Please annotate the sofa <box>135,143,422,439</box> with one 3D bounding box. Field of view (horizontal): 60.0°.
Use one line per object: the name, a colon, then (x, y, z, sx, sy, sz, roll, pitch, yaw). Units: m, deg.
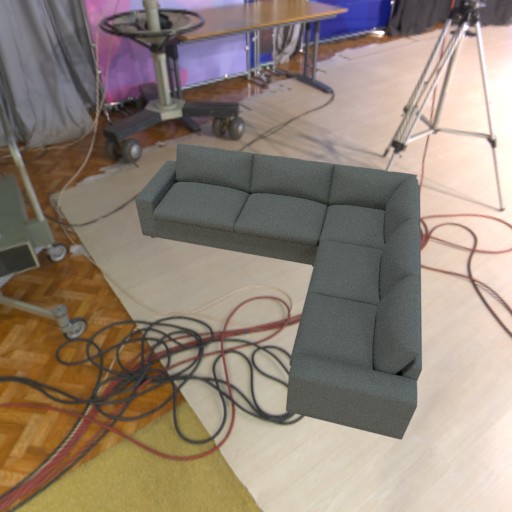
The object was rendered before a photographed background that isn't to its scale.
sofa: (0.000, 0.000, 4.741, 3.277, 0.965, 2.895, 10, 43, 11)
